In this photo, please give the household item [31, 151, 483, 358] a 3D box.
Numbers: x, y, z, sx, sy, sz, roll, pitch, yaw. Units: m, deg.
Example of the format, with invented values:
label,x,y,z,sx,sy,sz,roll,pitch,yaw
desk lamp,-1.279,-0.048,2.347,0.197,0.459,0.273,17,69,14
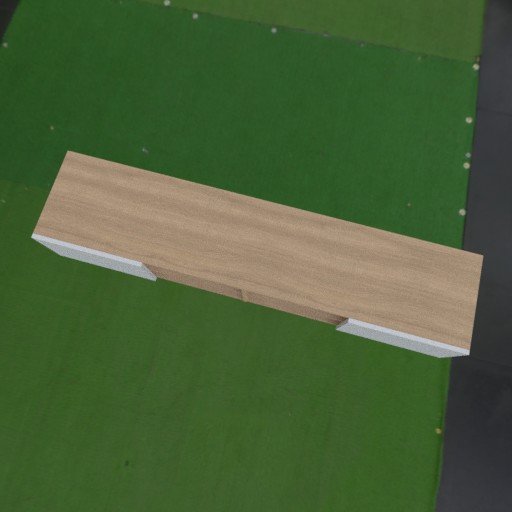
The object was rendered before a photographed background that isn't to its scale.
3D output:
label,x,y,z,sx,sy,sz,roll,pitch,yaw
household item,0.000,0.000,2.008,1.850,0.310,0.420,15,76,4
